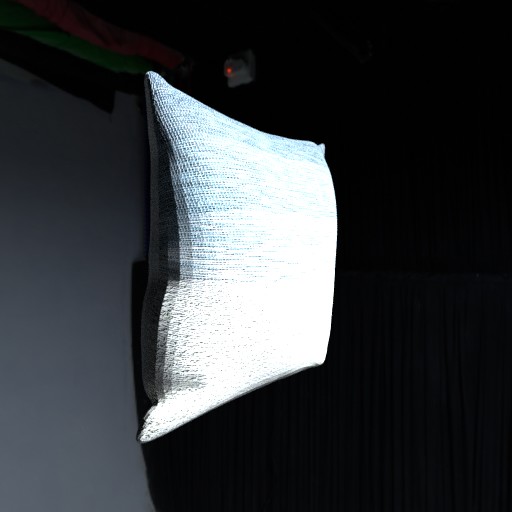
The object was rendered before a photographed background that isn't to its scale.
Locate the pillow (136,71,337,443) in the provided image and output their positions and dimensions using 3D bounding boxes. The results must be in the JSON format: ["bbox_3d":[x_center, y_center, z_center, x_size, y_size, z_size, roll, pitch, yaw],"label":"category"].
[{"bbox_3d":[0.000,0.000,0.687,0.182,0.441,0.440,1,1,37],"label":"pillow"}]
